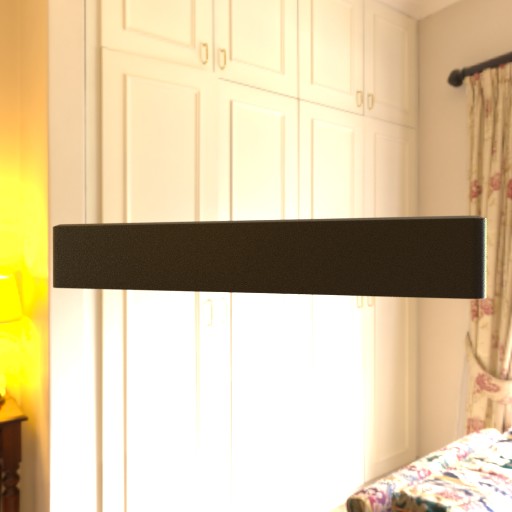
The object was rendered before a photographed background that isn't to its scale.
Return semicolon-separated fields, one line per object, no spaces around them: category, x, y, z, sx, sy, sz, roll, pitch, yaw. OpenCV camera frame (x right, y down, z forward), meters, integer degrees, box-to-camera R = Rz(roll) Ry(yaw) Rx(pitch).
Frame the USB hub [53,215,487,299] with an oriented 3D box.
USB hub;0.000;0.000;0.161;0.145;0.023;0.044;0;0;16
